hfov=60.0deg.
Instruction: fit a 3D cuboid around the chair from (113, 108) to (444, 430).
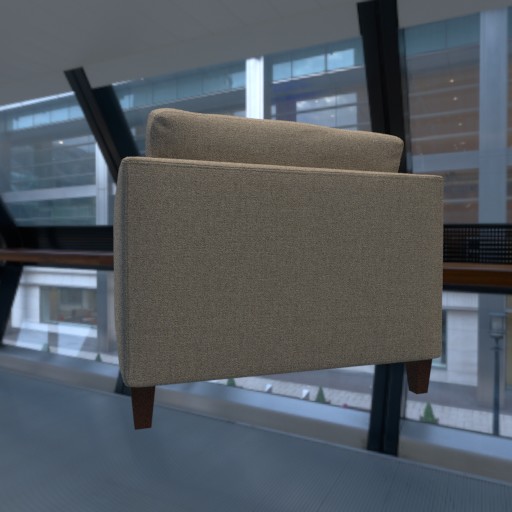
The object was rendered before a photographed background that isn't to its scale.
[{"bbox_3d":[0.000,0.000,1.817,1.107,0.961,0.959,0,1,-19],"label":"chair"}]
